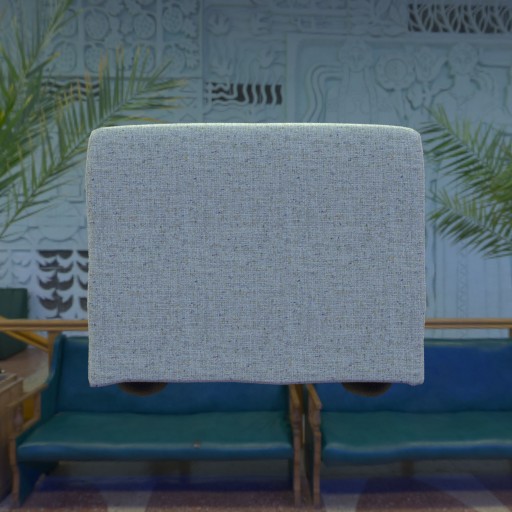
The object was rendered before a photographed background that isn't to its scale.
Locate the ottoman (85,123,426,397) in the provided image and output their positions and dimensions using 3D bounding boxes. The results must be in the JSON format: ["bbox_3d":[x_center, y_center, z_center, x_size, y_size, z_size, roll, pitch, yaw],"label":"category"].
[{"bbox_3d":[0.000,0.000,0.913,0.521,0.453,0.512,0,1,0],"label":"ottoman"}]
